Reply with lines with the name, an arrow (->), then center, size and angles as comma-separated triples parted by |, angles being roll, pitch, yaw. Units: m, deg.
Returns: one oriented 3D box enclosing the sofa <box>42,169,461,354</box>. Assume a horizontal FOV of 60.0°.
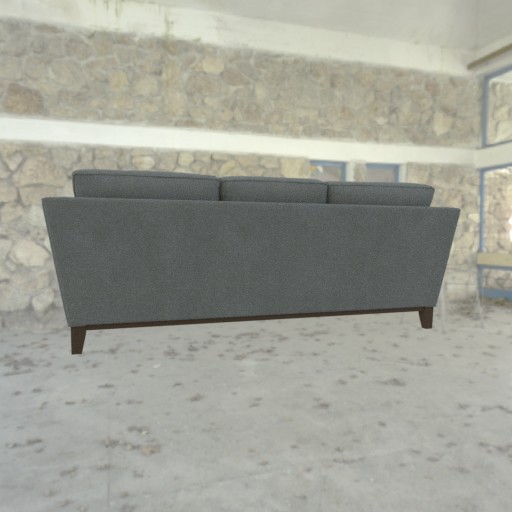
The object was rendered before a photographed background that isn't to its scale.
sofa -> 0.000, 0.000, 2.872 | 2.387, 0.940, 0.965 | -1, 2, -18
